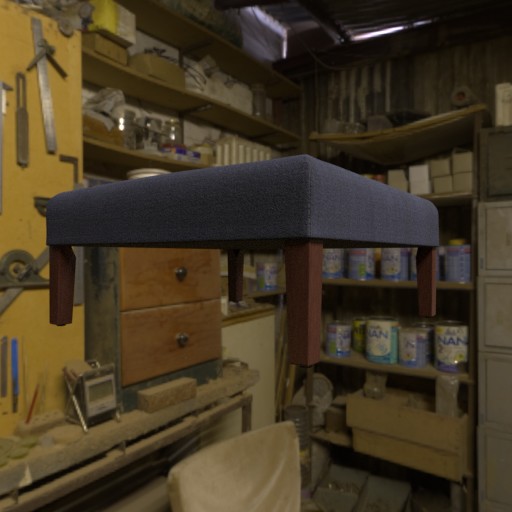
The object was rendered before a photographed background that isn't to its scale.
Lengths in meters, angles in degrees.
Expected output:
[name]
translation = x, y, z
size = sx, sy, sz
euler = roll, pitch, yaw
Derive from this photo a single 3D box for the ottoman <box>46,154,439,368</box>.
[ottoman]
translation = 0.000, 0.000, 1.394
size = 0.890, 0.411, 0.889
euler = 0, 0, 36
